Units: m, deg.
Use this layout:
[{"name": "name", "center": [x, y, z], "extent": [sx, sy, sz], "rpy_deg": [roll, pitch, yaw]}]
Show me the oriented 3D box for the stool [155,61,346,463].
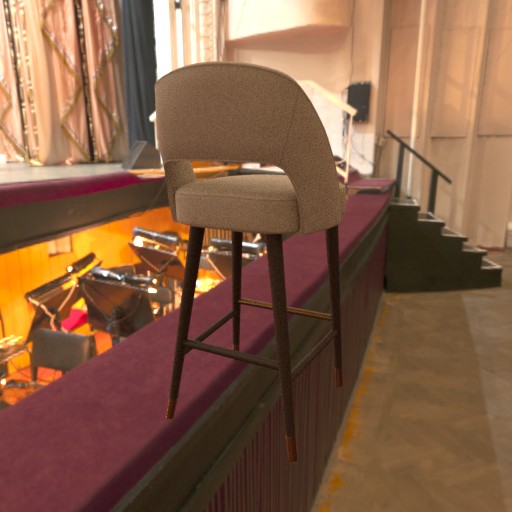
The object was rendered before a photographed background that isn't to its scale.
[{"name": "stool", "center": [0.000, 0.000, 1.358], "extent": [0.494, 1.037, 0.509], "rpy_deg": [8, 17, 26]}]
